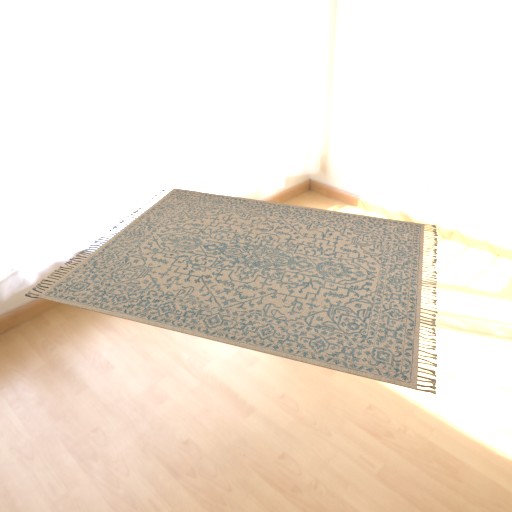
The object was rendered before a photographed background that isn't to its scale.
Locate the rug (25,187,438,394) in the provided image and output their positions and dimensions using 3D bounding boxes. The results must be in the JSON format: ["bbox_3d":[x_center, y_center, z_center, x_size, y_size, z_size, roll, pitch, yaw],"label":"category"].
[{"bbox_3d":[0.000,0.000,4.275,3.327,0.010,2.464,10,33,16],"label":"rug"}]
